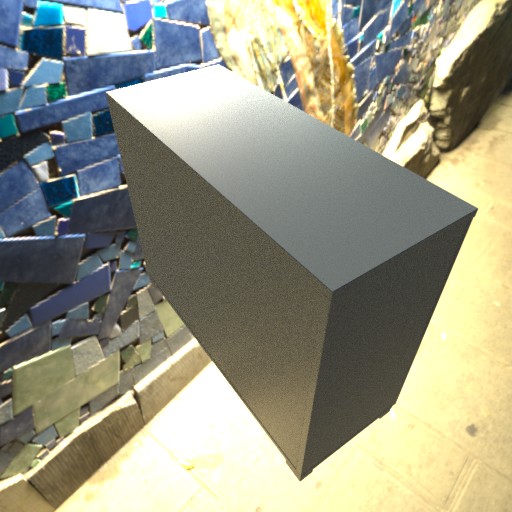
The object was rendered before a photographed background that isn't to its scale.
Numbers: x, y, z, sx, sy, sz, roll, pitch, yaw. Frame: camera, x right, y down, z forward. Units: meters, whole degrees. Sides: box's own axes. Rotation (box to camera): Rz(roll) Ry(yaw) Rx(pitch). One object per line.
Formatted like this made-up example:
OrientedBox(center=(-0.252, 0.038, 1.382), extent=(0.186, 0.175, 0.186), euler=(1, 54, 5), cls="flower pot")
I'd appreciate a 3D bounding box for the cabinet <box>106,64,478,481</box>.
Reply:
OrientedBox(center=(0.000, 0.000, 1.385), extent=(0.400, 0.800, 1.000), euler=(-26, 48, -25), cls="cabinet")
